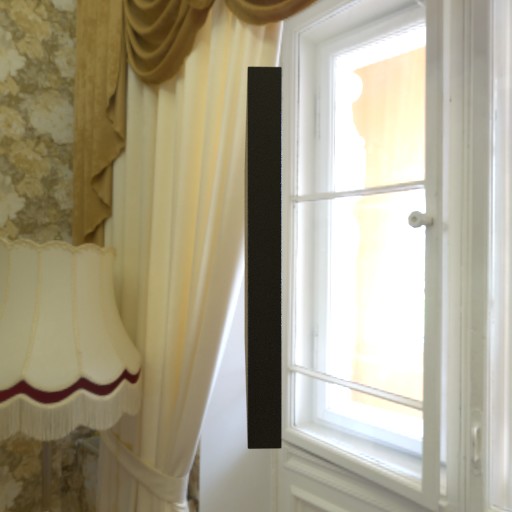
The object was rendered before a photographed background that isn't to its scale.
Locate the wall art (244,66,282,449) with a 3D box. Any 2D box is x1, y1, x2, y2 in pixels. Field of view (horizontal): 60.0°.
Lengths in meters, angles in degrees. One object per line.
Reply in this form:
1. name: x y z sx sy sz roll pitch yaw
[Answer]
1. wall art: 0.000 0.000 1.210 0.058 0.640 0.939 0 0 -2
